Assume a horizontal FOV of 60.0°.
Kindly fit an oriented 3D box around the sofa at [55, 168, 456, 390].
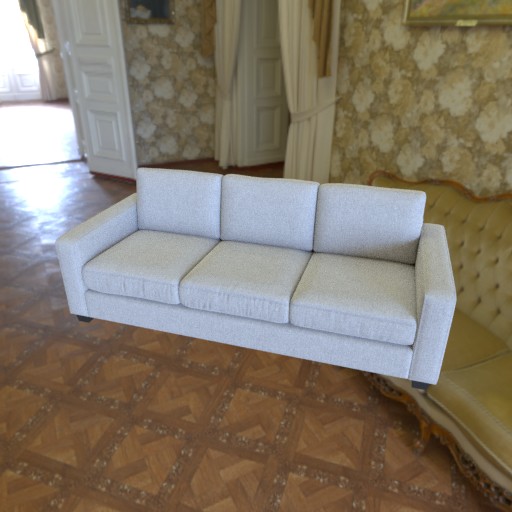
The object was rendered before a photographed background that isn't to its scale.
[{"bbox_3d":[0.000,0.000,2.653,2.120,0.800,0.900,8,28,15],"label":"sofa"}]
